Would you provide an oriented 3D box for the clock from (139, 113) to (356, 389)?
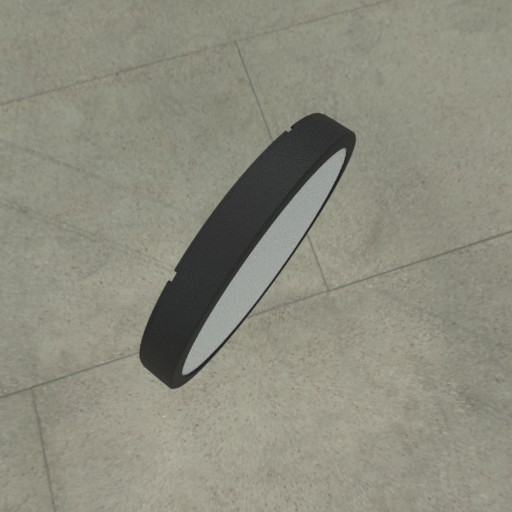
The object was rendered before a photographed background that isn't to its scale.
[{"bbox_3d":[0.000,0.000,0.439,0.040,0.293,0.293,36,78,9],"label":"clock"}]
